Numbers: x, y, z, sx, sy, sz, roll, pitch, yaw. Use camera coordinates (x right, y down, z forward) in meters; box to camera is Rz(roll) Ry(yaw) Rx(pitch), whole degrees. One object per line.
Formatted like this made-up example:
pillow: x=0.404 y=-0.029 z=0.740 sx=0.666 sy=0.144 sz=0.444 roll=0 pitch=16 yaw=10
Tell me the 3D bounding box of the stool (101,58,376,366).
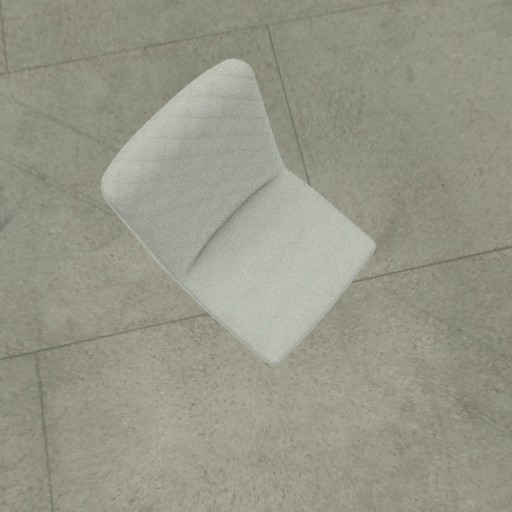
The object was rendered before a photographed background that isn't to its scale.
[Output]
stool: x=0.000 y=0.000 z=1.393 sx=0.546 sy=1.084 sz=0.462 roll=41 pitch=80 yaw=9
